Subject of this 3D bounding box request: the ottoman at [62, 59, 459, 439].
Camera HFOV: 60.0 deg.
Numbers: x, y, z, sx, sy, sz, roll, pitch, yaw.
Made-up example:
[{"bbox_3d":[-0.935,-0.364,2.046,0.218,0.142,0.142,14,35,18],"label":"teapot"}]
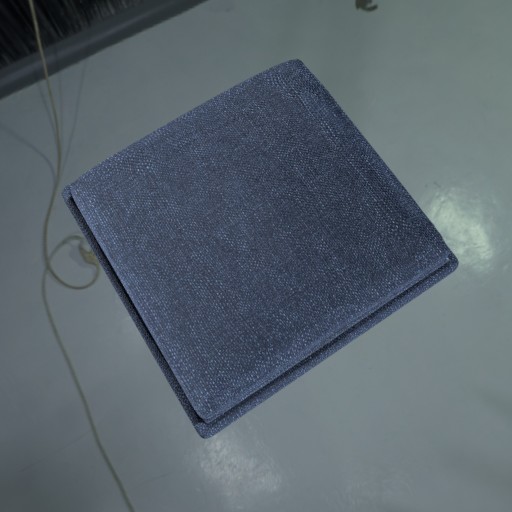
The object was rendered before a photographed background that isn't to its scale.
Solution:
[{"bbox_3d":[0.000,0.000,0.836,0.454,0.493,0.436,-32,77,-8],"label":"ottoman"}]
